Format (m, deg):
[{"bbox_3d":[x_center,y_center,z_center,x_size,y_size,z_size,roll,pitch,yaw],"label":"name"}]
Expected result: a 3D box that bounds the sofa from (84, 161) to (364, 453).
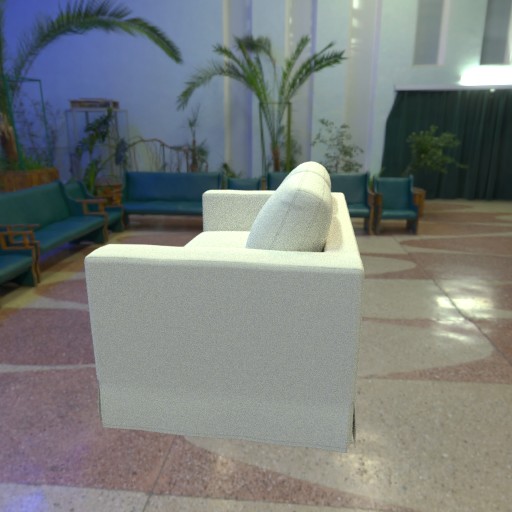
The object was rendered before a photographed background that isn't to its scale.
[{"bbox_3d":[0.000,0.000,2.409,1.009,0.932,1.813,2,16,8],"label":"sofa"}]
